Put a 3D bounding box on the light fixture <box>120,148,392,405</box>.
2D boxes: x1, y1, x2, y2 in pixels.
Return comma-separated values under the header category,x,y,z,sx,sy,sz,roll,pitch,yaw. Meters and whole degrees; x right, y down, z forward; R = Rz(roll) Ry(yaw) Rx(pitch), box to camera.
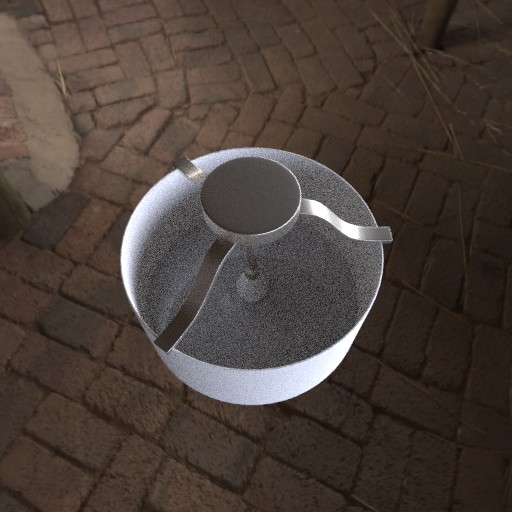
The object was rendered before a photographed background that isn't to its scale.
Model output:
category,x,y,z,sx,sy,sz,roll,pitch,yaw
light fixture,0.000,0.000,0.681,0.395,0.304,0.395,0,59,0
